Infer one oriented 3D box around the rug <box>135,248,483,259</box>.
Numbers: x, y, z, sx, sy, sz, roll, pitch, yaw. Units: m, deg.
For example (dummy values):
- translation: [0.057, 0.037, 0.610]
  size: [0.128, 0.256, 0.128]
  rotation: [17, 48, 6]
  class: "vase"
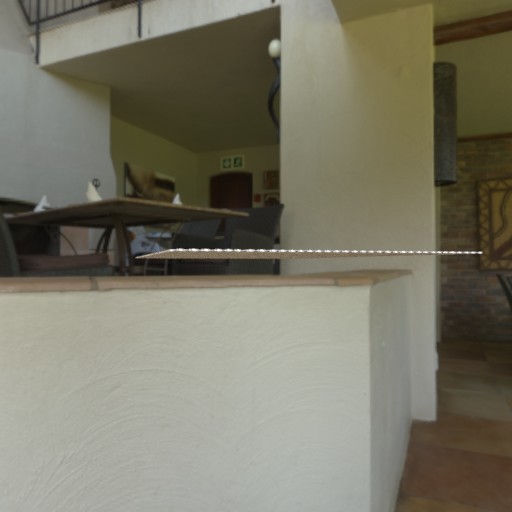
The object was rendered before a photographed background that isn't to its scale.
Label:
- translation: [0.000, 0.000, 2.481]
  size: [1.196, 0.008, 2.006]
  rotation: [0, -1, -18]
  class: "rug"
